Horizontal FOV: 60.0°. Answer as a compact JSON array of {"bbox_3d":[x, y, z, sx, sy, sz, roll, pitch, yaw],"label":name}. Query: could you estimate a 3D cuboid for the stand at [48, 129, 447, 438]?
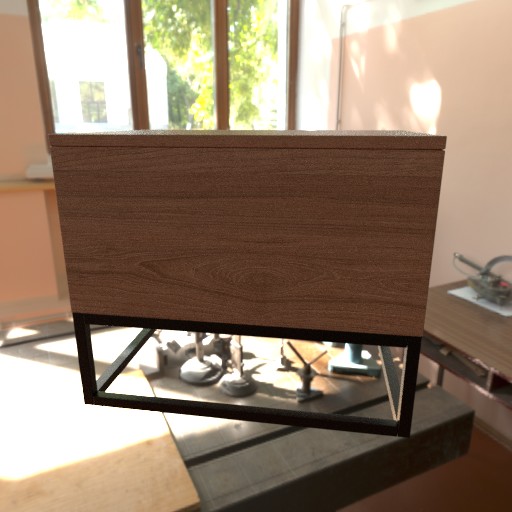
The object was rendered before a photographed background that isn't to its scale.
[{"bbox_3d":[0.000,0.000,0.927,0.600,0.500,0.420,3,17,9],"label":"stand"}]
